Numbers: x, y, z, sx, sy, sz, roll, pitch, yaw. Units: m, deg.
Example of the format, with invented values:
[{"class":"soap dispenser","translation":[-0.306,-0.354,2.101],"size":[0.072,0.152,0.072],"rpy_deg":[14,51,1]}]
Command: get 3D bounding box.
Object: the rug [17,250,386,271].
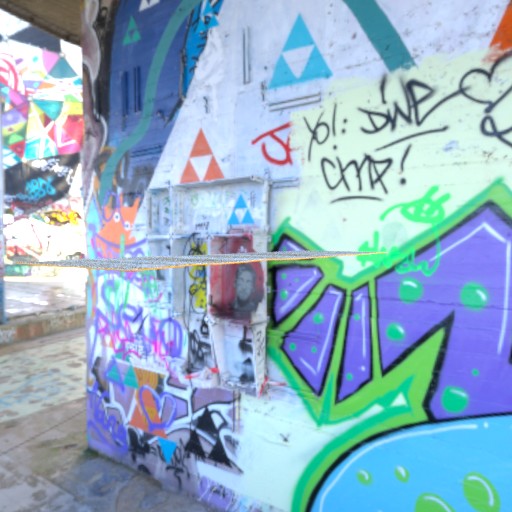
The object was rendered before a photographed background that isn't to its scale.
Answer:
[{"class":"rug","translation":[0.000,0.000,2.489],"size":[0.704,0.014,2.294],"rpy_deg":[2,3,35]}]
